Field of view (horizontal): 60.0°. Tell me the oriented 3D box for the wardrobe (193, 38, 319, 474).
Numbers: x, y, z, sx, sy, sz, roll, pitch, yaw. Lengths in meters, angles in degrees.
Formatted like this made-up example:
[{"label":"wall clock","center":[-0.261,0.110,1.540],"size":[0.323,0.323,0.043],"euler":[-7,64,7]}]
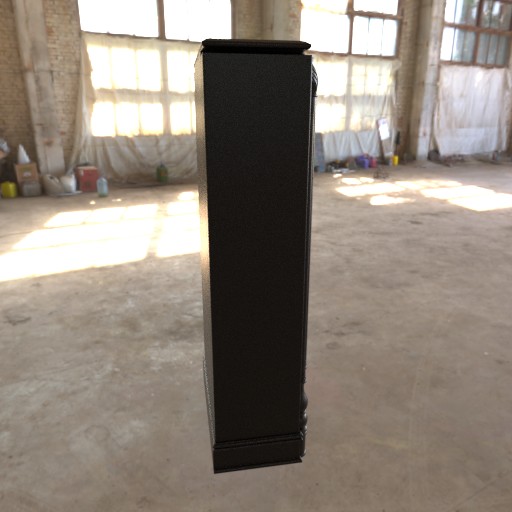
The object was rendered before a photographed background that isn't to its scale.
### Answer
[{"label":"wardrobe","center":[0.000,0.000,1.208],"size":[0.295,1.011,0.444],"euler":[-3,18,-9]}]
